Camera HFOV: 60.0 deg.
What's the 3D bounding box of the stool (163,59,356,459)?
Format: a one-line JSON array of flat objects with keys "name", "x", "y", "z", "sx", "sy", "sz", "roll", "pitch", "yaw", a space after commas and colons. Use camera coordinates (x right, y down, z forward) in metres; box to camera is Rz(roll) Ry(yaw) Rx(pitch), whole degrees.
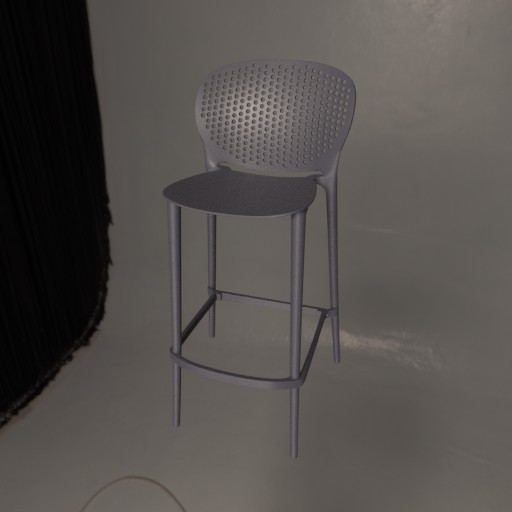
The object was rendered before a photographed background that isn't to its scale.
[{"name": "stool", "x": 0.000, "y": 0.000, "z": 1.328, "sx": 0.536, "sy": 1.045, "sz": 0.535, "roll": 8, "pitch": 29, "yaw": 15}]
